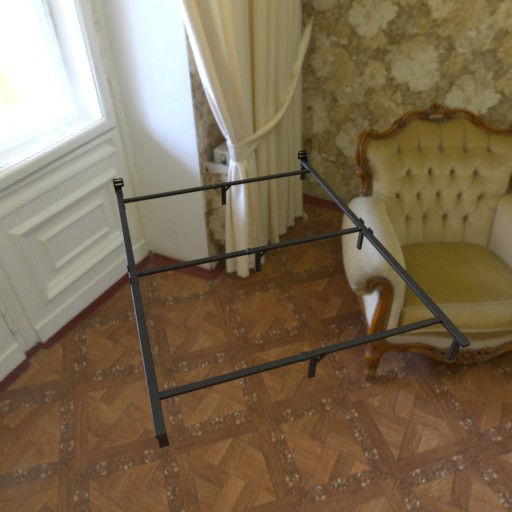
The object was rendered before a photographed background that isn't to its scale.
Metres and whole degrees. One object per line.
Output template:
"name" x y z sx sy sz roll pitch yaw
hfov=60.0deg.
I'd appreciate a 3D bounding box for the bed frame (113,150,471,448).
"bed frame" 0.000 0.000 2.678 1.498 0.248 1.990 -12 41 -14
